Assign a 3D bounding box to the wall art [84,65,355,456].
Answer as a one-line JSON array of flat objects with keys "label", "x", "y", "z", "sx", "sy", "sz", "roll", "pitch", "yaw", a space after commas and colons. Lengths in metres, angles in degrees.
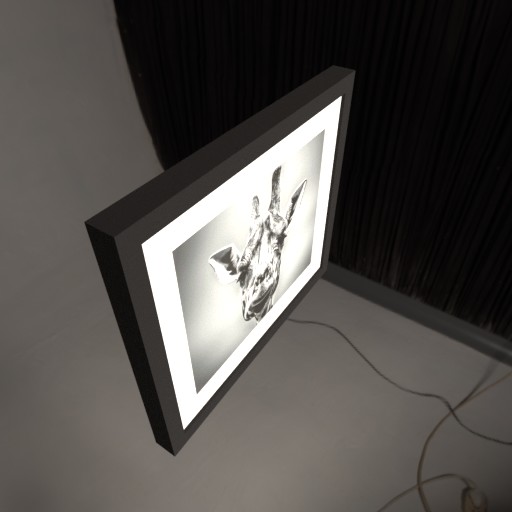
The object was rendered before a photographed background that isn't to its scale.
[{"label": "wall art", "x": 0.000, "y": 0.000, "z": 0.530, "sx": 0.031, "sy": 0.330, "sz": 0.381, "roll": 24, "pitch": 47, "yaw": 25}]
